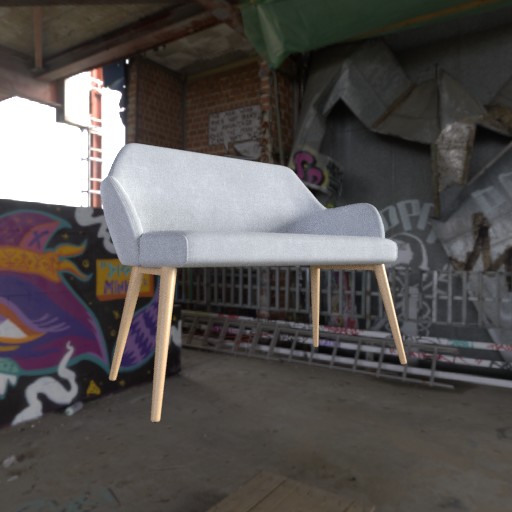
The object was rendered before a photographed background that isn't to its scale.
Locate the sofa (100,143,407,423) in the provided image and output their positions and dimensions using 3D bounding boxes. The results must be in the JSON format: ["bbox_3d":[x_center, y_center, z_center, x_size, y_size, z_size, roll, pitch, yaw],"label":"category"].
[{"bbox_3d":[0.000,0.000,1.635,1.150,0.840,0.610,0,0,-36],"label":"sofa"}]
